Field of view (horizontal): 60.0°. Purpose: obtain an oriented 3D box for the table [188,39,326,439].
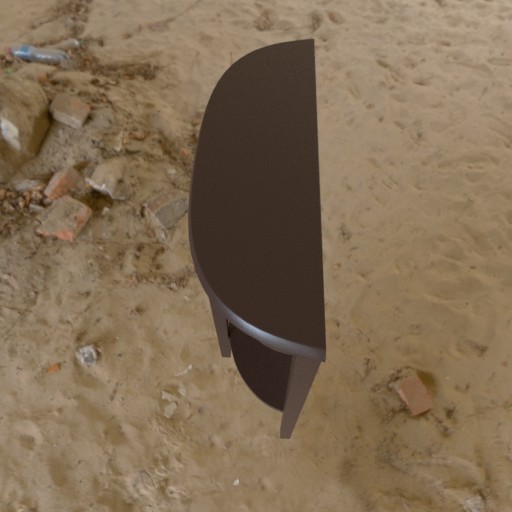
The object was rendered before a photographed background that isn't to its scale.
[{"bbox_3d":[0.000,0.000,1.316,0.274,0.831,0.909,2,58,1],"label":"table"}]
